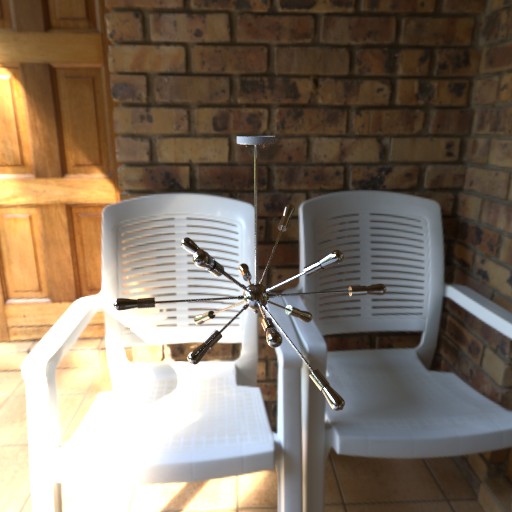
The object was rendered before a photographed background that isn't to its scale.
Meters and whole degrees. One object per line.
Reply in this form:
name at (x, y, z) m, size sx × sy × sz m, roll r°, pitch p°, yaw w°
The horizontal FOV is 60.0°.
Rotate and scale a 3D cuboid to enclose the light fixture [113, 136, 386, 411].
light fixture at (0.000, 0.000, 1.071) m, size 0.684 × 0.558 × 0.509 m, roll -3°, pitch 16°, yaw -9°
